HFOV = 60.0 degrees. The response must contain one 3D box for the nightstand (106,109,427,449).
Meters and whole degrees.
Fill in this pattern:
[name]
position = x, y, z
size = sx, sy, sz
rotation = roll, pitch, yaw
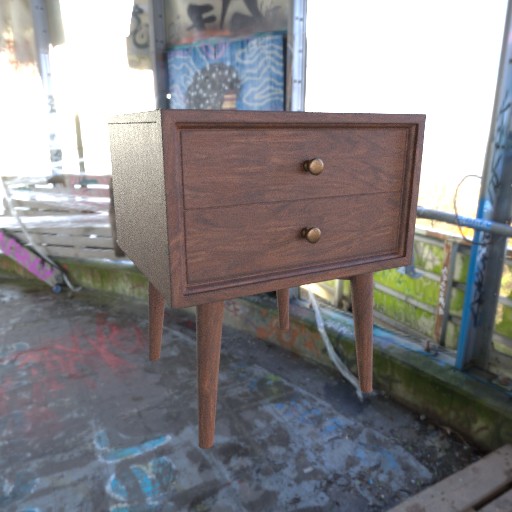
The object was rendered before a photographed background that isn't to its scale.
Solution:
[nightstand]
position = 0.000, 0.000, 0.998
size = 0.521, 0.607, 0.445
rotation = -8, 18, -26
